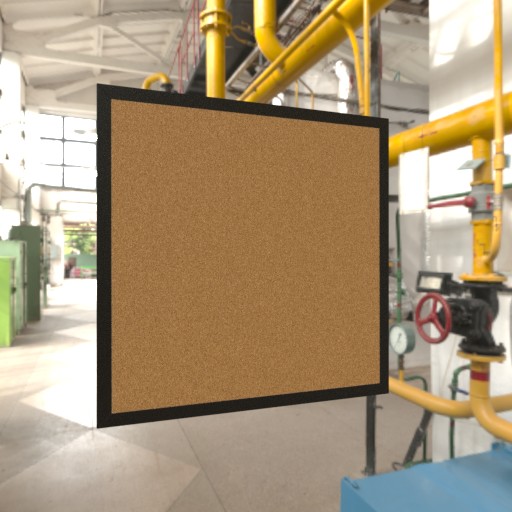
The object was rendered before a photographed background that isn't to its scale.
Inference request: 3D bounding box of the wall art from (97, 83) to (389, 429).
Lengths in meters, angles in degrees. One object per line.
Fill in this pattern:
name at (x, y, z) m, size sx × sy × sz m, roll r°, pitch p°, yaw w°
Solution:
wall art at (0.000, 0.000, 0.750) m, size 0.508 × 0.508 × 0.036 m, roll 0°, pitch 0°, yaw -19°
